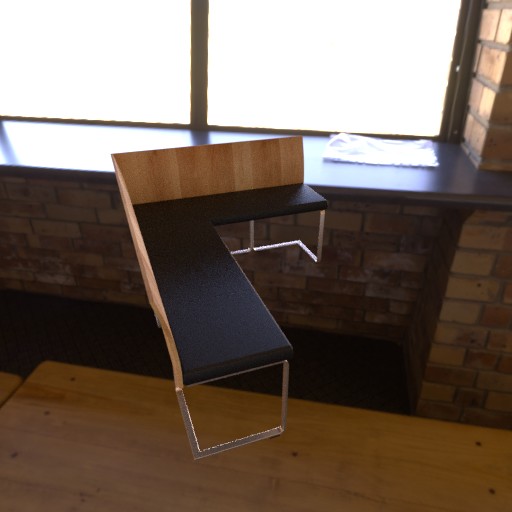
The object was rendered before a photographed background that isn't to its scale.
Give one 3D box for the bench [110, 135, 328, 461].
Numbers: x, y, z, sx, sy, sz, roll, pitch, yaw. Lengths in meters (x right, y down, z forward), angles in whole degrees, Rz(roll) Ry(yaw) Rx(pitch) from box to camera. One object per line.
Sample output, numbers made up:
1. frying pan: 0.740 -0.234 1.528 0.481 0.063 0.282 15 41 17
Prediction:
1. bench: 0.000 0.000 2.792 1.495 0.930 1.945 -10 31 -17
